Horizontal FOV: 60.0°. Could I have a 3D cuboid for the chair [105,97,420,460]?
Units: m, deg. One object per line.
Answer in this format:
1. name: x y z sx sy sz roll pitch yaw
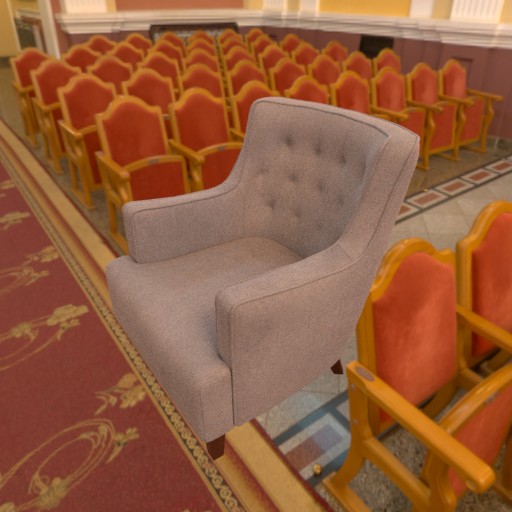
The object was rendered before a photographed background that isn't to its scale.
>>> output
1. chair: 0.000 0.000 1.589 0.910 0.919 0.781 -20 36 -29
